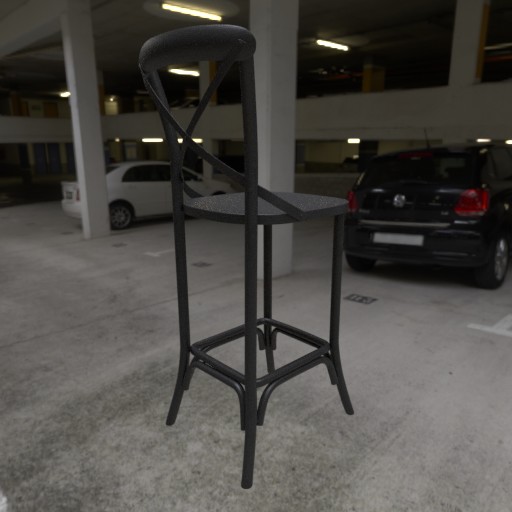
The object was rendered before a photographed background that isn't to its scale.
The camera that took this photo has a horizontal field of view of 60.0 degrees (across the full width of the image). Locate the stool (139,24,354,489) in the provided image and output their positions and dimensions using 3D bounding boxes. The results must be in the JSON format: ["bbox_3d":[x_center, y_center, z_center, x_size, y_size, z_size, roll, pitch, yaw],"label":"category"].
[{"bbox_3d":[0.000,0.000,1.358,0.584,1.168,0.457,-14,20,-42],"label":"stool"}]
